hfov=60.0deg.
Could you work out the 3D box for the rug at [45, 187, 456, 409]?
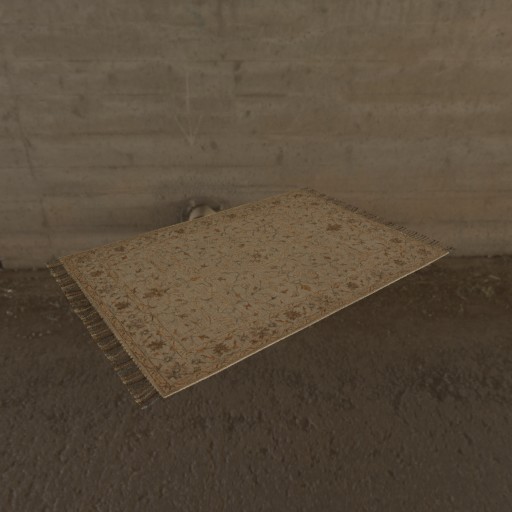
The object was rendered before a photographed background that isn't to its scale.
[{"bbox_3d":[0.000,0.000,2.372,1.861,0.017,1.218,-20,35,-32],"label":"rug"}]
